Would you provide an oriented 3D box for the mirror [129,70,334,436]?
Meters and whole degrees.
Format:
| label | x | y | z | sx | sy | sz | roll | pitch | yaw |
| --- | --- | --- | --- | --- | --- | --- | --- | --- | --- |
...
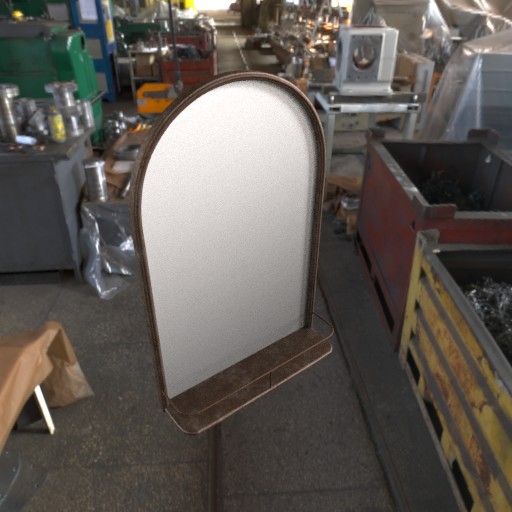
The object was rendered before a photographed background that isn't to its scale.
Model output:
| label | x | y | z | sx | sy | sz | roll | pitch | yaw |
| --- | --- | --- | --- | --- | --- | --- | --- | --- | --- |
| mirror | 0.000 | 0.000 | 1.007 | 0.510 | 0.770 | 0.137 | -22 | 38 | -31 |
